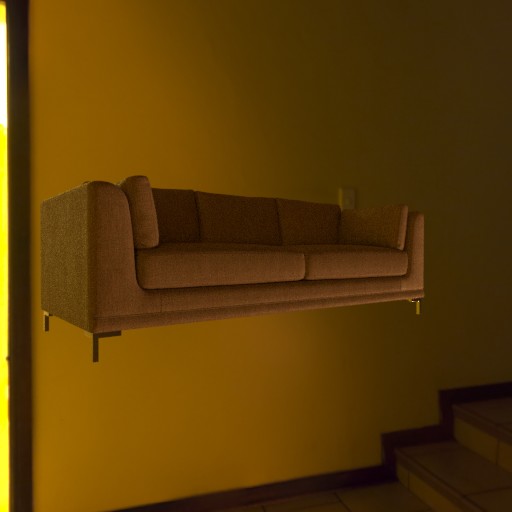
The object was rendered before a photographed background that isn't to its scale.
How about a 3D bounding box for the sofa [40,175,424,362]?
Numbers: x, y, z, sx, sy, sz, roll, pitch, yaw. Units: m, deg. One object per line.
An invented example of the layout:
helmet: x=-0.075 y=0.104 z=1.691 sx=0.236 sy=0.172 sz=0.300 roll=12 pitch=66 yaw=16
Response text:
sofa: x=0.000 y=0.000 z=2.918 sx=2.415 sy=0.867 sz=0.969 roll=0 pitch=1 yaw=-37
